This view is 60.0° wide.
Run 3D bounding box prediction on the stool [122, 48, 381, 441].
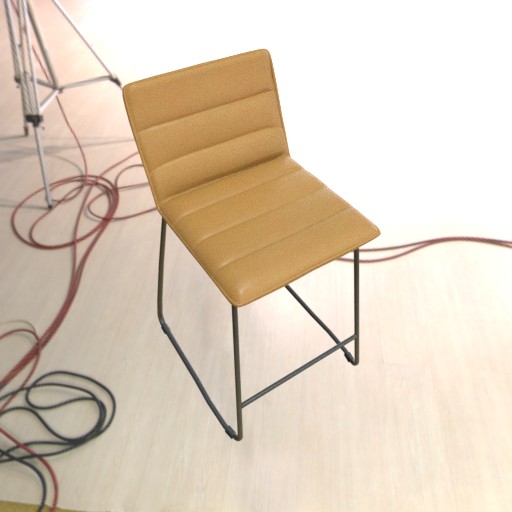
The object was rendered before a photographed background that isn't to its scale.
[{"bbox_3d":[0.000,0.000,1.195,0.489,0.866,0.524,-25,51,-22],"label":"stool"}]
